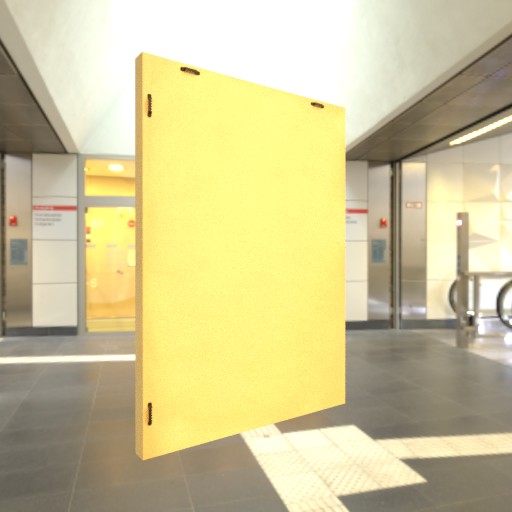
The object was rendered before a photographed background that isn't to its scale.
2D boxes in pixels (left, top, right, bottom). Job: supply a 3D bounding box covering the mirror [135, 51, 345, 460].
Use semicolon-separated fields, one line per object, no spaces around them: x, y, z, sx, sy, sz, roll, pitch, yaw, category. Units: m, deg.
0.000;0.000;0.929;0.507;0.710;0.040;0;0;-36;mirror
